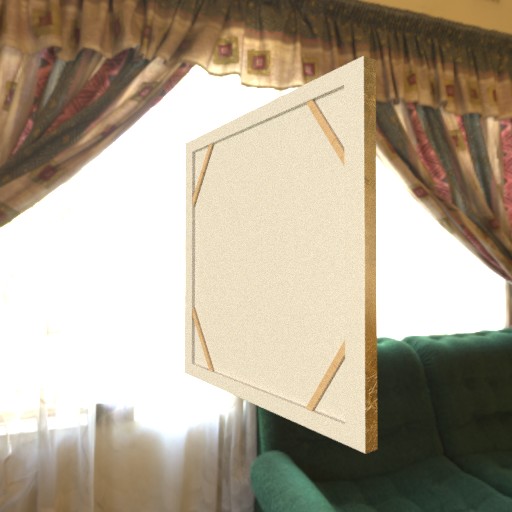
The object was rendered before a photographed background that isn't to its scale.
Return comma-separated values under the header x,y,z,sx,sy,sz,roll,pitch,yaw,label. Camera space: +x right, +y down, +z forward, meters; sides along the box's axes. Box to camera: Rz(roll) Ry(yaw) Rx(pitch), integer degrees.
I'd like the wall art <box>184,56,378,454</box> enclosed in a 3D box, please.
x,y,z,sx,sy,sz,roll,pitch,yaw,label
0.000,0.000,1.672,0.051,1.091,1.092,1,-1,-36,wall art
